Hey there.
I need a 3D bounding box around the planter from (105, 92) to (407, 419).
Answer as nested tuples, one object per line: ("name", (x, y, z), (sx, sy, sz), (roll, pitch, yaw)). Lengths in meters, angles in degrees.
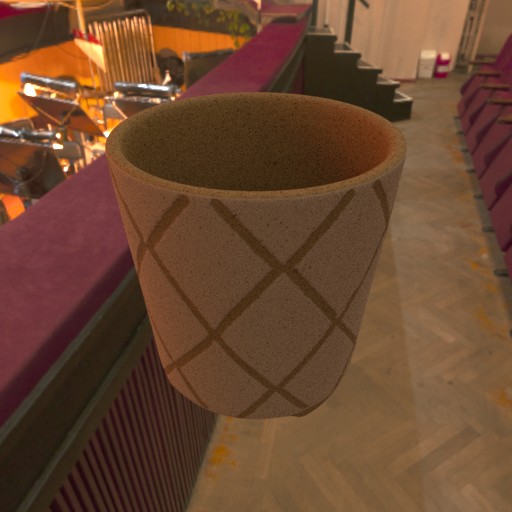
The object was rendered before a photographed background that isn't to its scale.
("planter", (0.000, 0.000, 0.346), (0.191, 0.199, 0.191), (0, 35, 0))
